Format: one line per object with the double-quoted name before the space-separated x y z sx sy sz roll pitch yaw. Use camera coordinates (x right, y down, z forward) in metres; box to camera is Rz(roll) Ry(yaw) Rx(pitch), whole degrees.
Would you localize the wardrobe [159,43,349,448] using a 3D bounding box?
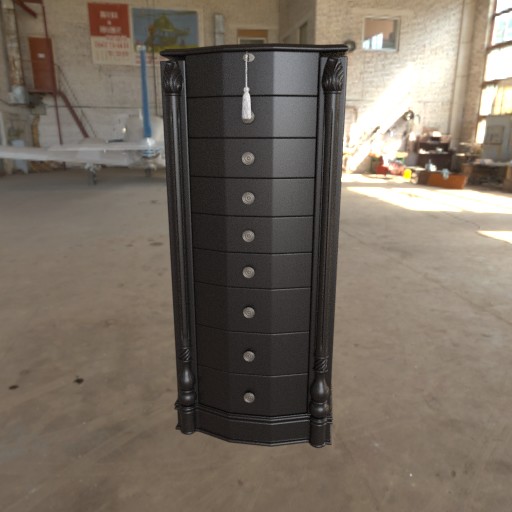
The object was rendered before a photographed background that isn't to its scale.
"wardrobe" 0.000 0.000 1.192 0.444 1.011 0.295 2 16 8
